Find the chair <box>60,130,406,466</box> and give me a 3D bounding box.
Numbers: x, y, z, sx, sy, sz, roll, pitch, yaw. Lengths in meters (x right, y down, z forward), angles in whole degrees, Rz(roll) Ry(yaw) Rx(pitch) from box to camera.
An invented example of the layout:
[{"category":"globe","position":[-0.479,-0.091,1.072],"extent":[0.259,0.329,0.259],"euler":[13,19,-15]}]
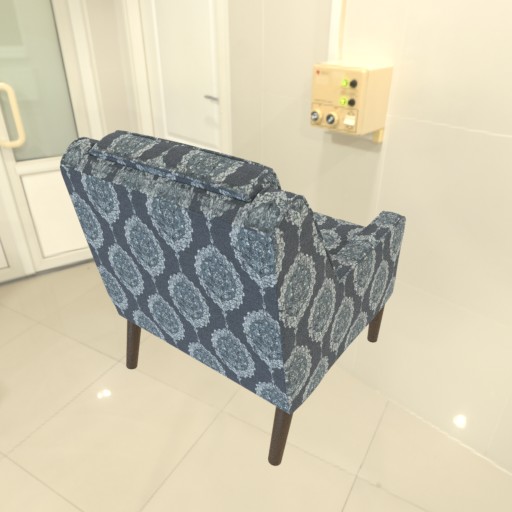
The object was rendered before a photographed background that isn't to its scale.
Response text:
[{"category":"chair","position":[0.000,0.000,1.327],"extent":[0.663,0.792,0.743],"euler":[21,36,32]}]
